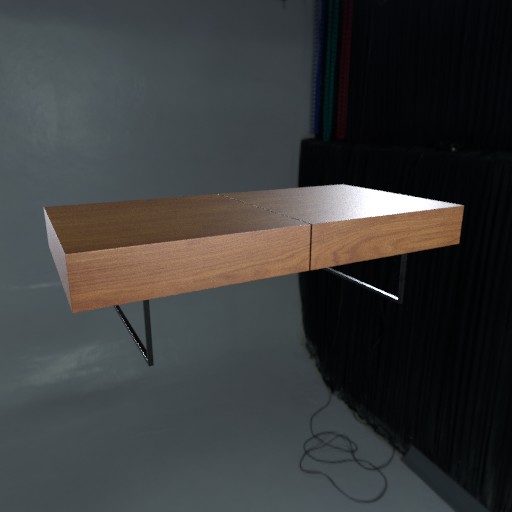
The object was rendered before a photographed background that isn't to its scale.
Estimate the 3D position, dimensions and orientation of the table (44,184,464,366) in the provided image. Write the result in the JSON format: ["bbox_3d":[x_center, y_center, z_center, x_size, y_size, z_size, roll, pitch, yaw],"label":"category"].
[{"bbox_3d":[0.000,0.000,1.460,1.194,0.330,0.610,-9,18,-27],"label":"table"}]
